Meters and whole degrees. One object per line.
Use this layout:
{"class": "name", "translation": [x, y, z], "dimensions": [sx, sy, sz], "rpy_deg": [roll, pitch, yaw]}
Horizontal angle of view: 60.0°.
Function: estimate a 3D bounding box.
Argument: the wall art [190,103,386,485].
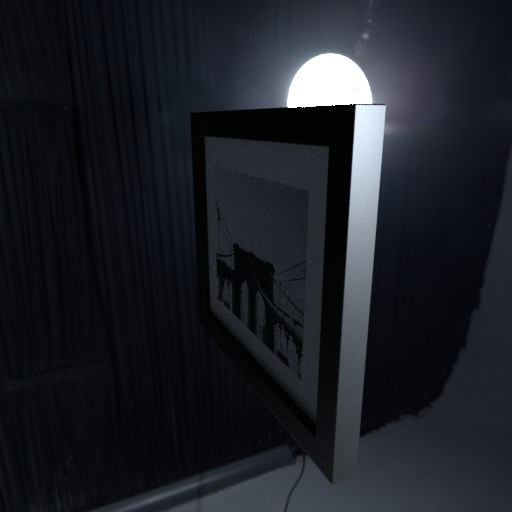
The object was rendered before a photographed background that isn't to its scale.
{"class": "wall art", "translation": [0.000, 0.000, 0.527], "dimensions": [0.028, 0.330, 0.380], "rpy_deg": [-8, 19, -24]}
